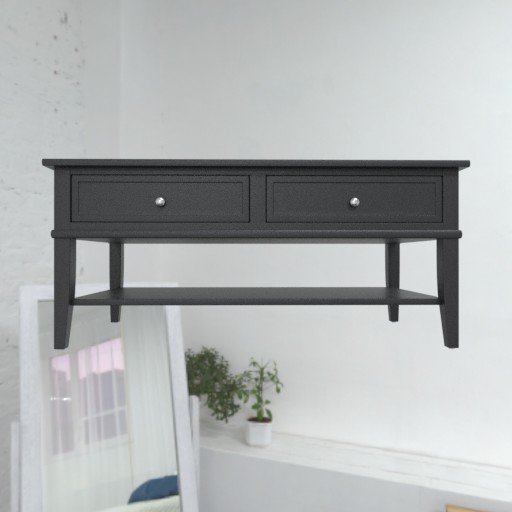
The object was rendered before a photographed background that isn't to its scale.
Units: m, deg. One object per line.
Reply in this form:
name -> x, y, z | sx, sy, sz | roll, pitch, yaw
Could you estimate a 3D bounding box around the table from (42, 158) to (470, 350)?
table -> 0.000, 0.000, 1.340 | 1.044, 0.470, 0.523 | 0, 0, -1
